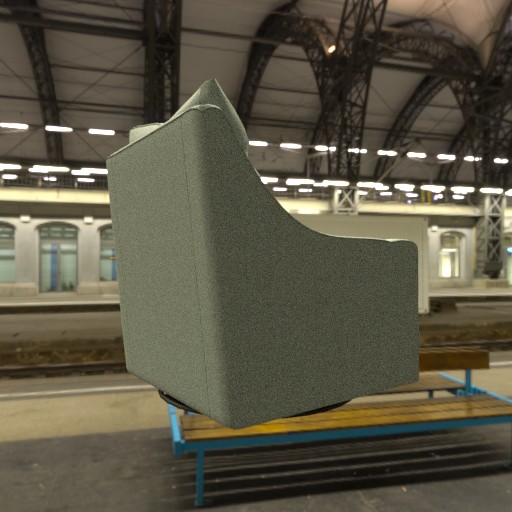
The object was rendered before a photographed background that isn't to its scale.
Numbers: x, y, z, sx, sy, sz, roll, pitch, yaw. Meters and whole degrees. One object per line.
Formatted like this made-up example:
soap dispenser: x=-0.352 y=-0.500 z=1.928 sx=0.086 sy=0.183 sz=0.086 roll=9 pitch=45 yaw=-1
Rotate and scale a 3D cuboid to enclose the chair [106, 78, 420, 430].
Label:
chair: x=0.000 y=0.000 z=1.594 sx=0.870 sy=0.926 sz=0.760 roll=1 pitch=-1 yaw=-36
